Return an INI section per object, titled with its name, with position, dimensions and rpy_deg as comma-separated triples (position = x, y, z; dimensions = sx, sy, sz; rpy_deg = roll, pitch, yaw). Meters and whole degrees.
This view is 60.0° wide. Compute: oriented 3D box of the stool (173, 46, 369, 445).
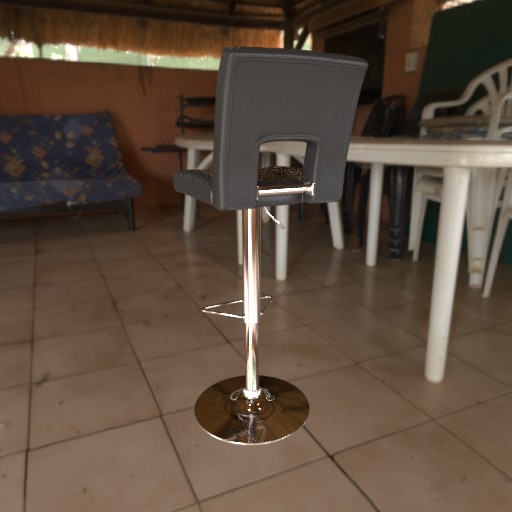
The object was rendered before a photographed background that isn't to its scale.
[stool]
position = 0.000, 0.000, 1.419
dimensions = 0.415, 1.151, 0.520
rpy_deg = -8, 18, -25
